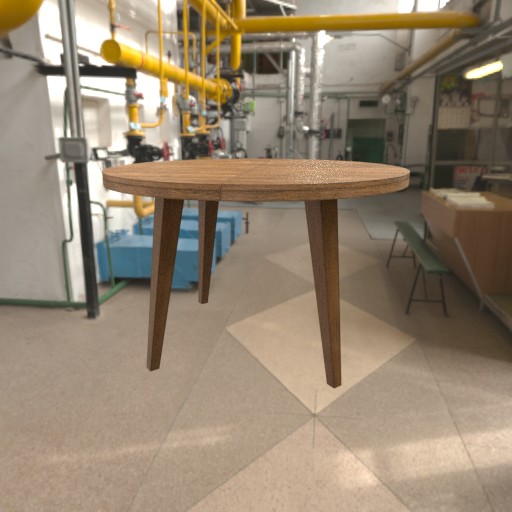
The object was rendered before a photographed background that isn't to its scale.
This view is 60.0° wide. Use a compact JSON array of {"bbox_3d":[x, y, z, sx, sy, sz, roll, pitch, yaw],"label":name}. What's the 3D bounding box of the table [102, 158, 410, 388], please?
[{"bbox_3d":[0.000,0.000,1.944,1.213,0.764,1.213,0,16,0],"label":"table"}]
